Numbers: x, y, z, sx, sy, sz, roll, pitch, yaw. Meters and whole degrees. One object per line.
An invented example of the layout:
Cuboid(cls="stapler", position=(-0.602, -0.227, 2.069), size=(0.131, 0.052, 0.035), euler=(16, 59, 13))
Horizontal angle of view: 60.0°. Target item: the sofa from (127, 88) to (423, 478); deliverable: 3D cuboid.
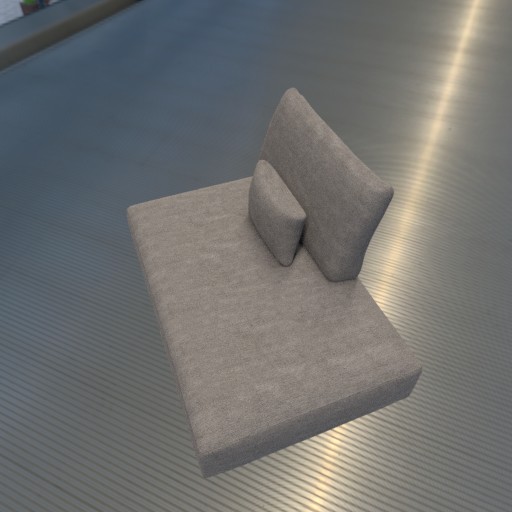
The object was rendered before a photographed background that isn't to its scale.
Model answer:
Cuboid(cls="sofa", position=(0.000, 0.000, 2.011), size=(1.002, 0.820, 1.450), euler=(-16, 49, -15))
